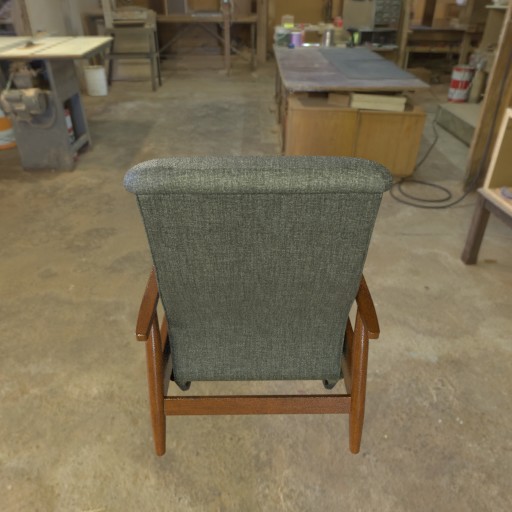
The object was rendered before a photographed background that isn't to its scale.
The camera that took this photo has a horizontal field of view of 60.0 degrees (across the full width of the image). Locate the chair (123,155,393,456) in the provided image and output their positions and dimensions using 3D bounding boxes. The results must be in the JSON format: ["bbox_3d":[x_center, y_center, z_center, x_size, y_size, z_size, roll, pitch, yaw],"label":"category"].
[{"bbox_3d":[0.000,0.000,1.714,0.762,1.082,1.030,0,31,-1],"label":"chair"}]
